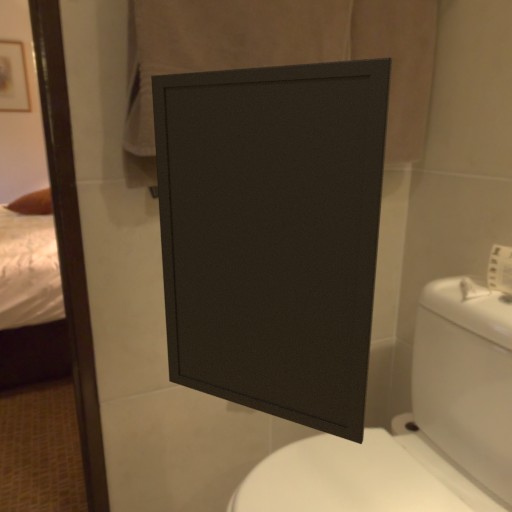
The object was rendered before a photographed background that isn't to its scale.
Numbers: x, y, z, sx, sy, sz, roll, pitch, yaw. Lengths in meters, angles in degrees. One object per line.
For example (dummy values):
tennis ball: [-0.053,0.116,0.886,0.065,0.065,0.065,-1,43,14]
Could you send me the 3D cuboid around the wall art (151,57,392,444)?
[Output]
wall art: [0.000,0.000,0.840,0.451,0.661,0.012,8,18,27]
